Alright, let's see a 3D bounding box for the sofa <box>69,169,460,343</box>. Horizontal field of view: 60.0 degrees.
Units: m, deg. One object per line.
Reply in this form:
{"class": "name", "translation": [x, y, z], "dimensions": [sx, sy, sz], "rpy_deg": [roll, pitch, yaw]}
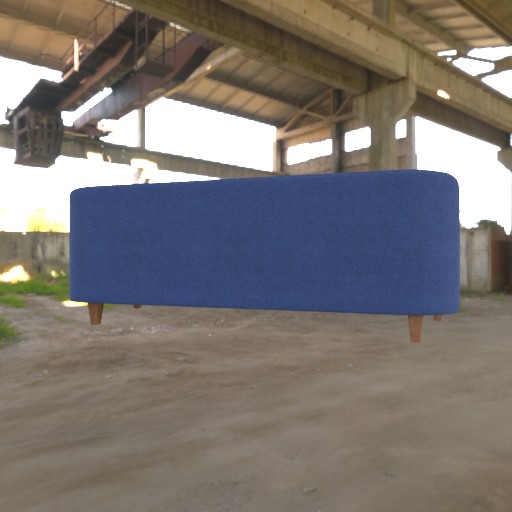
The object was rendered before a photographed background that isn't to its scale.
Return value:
{"class": "sofa", "translation": [0.000, 0.000, 2.647], "dimensions": [2.235, 0.787, 0.914], "rpy_deg": [0, 0, 17]}
